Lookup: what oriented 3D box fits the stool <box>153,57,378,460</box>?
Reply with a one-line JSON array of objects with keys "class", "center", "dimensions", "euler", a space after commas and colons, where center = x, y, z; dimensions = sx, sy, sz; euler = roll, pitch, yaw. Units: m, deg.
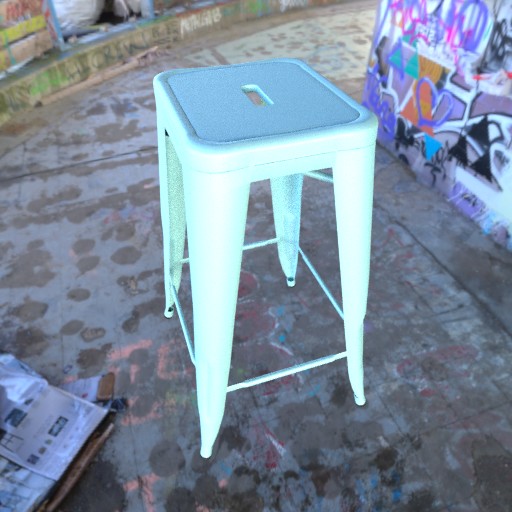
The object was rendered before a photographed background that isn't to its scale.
[{"class": "stool", "center": [0.000, 0.000, 0.826], "dimensions": [0.359, 0.609, 0.399], "euler": [-13, 43, -15]}]
